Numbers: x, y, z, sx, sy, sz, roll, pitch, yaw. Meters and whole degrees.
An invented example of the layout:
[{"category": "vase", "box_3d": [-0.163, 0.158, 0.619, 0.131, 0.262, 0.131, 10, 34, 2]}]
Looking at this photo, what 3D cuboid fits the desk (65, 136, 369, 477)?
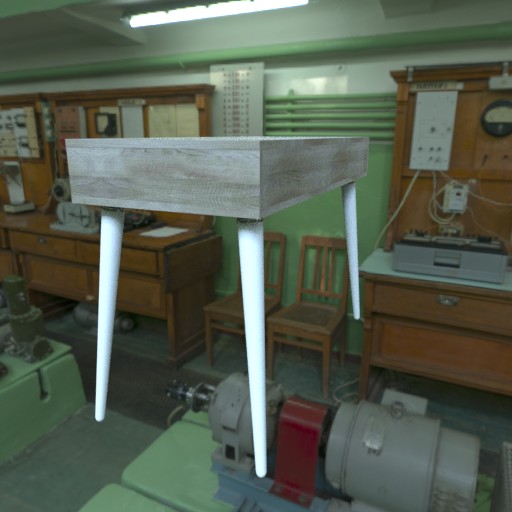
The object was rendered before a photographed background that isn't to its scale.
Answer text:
[{"category": "desk", "box_3d": [0.000, 0.000, 1.401, 0.491, 0.723, 0.979, 7, 17, 24]}]
